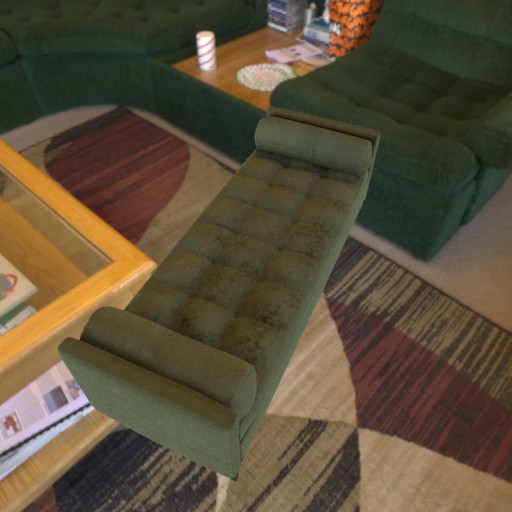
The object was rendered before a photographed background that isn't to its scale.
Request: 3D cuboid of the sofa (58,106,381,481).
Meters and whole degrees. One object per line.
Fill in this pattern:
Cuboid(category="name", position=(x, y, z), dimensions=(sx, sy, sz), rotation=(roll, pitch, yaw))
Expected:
Cuboid(category="sofa", position=(0.000, 0.000, 2.504), dimensions=(0.817, 0.681, 2.130), rotation=(19, 50, 17))
